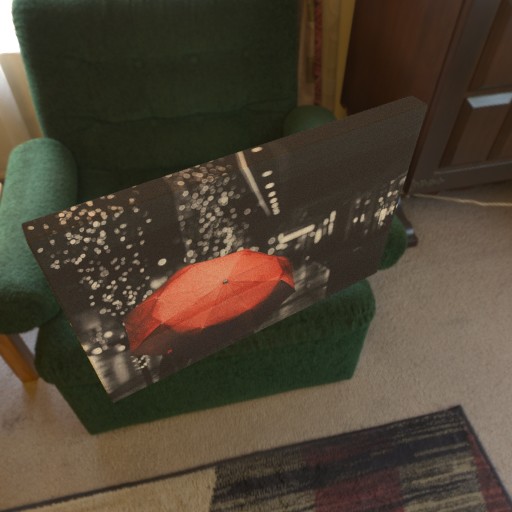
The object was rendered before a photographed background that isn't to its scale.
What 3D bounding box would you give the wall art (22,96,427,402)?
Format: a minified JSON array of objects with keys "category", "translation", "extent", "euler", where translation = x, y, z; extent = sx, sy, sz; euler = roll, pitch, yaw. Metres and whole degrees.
[{"category":"wall art","translation":[0.000,0.000,0.754],"extent":[0.609,0.406,0.037],"euler":[-23,51,-20]}]
